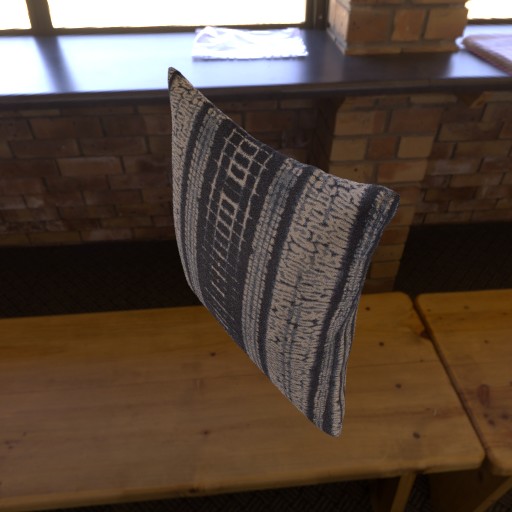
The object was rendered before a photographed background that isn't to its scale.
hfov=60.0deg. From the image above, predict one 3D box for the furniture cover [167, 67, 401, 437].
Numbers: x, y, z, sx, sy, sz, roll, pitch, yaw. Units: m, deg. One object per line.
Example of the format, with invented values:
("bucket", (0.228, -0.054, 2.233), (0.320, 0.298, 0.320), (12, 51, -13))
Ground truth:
("furniture cover", (0.000, 0.000, 0.658), (0.133, 0.435, 0.425), (-26, 47, -27))
